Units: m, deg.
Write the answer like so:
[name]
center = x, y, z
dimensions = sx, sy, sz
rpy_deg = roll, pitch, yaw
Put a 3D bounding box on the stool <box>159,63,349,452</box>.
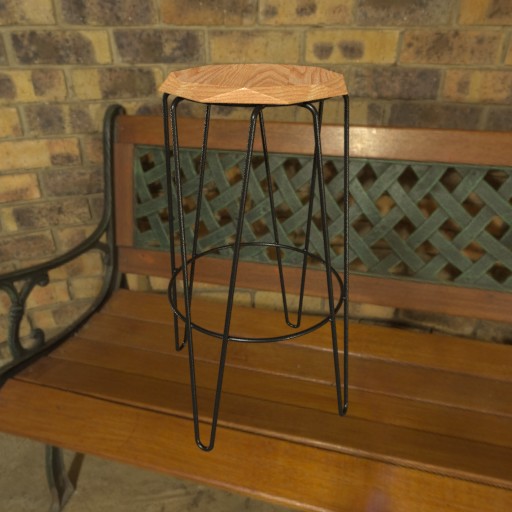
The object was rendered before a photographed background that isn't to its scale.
[stool]
center = 0.000, 0.000, 0.796
dimensions = 0.326, 0.610, 0.326
rpy_deg = -8, 31, -14
